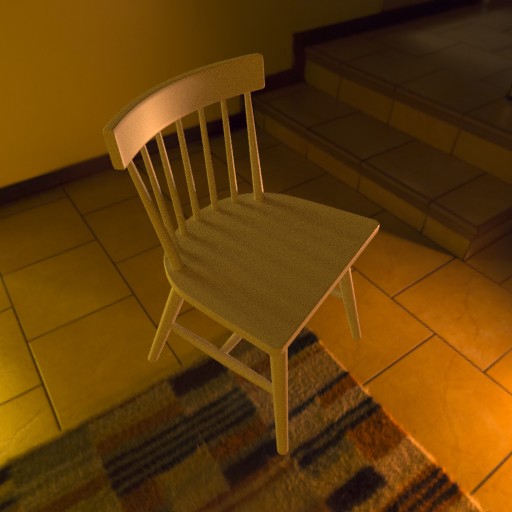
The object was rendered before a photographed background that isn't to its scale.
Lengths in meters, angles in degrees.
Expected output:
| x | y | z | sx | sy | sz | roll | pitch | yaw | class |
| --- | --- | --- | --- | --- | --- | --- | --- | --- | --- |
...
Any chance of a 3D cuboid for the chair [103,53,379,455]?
| x | y | z | sx | sy | sz | roll | pitch | yaw | class |
| --- | --- | --- | --- | --- | --- | --- | --- | --- | --- |
| 0.000 | 0.000 | 1.107 | 0.500 | 0.787 | 0.483 | 25 | 49 | 25 | chair |
